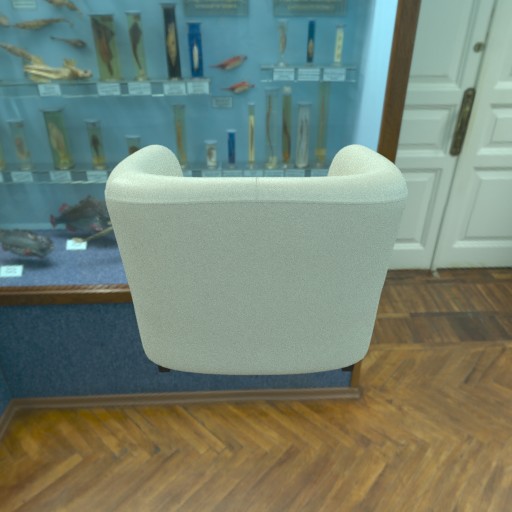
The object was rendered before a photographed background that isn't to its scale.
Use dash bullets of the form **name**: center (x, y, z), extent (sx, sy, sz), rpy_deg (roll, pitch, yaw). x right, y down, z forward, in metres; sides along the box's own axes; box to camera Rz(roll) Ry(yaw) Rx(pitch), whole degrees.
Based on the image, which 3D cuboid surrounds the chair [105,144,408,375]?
- **chair**: center (0.000, 0.000, 1.397), extent (0.792, 0.756, 0.727), rpy_deg (0, 30, 0)
